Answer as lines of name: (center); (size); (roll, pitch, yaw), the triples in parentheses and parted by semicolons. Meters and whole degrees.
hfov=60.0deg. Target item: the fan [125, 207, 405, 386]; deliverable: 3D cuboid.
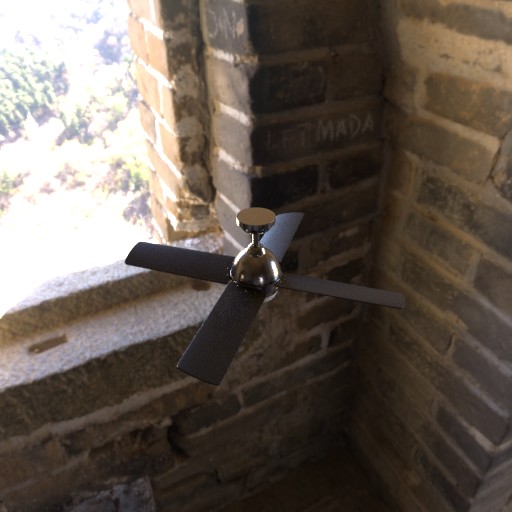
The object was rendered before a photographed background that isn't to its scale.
fan: (0.000, 0.000, 2.006); (1.332, 0.403, 1.332); (10, 33, 15)
